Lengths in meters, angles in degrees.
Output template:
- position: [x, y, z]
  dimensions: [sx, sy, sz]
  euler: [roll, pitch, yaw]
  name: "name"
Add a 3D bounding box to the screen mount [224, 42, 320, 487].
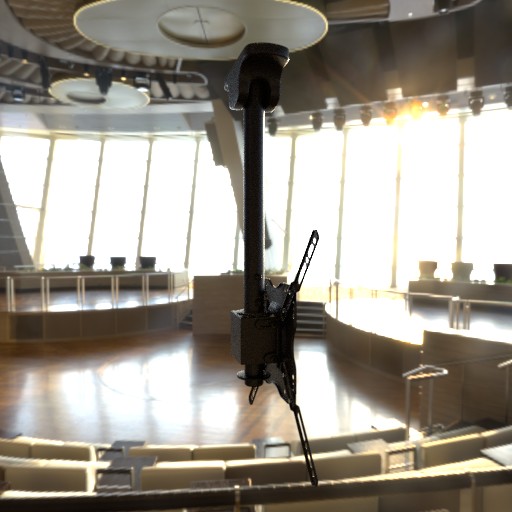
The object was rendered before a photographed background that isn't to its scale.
- position: [0.000, 0.000, 0.864]
  dimensions: [0.090, 0.729, 0.393]
  euler: [-1, 2, -17]
  name: "screen mount"
